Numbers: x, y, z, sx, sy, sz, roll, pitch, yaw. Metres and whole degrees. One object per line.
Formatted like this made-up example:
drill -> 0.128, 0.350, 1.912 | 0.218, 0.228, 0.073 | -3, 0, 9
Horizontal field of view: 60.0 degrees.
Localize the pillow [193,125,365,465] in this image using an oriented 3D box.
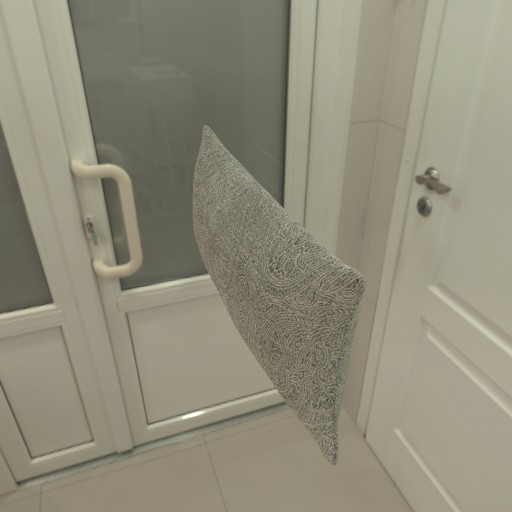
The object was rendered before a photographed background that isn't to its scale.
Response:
pillow -> 0.000, 0.000, 0.753 | 0.151, 0.295, 0.615 | -11, 32, -17
